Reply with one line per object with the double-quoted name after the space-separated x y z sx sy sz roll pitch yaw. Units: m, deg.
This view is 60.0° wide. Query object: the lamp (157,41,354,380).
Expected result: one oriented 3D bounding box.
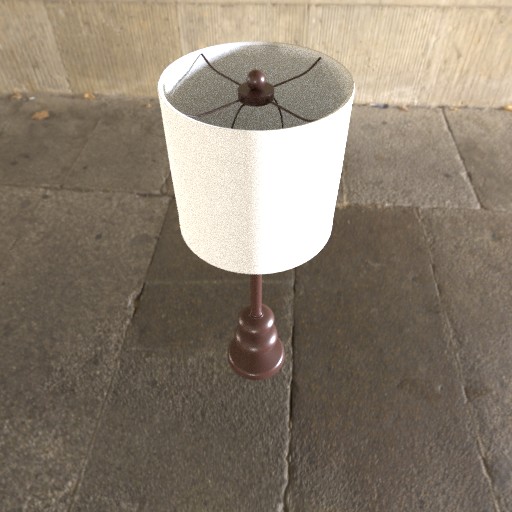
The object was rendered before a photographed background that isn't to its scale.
0.000 0.000 0.816 0.254 0.690 0.254 -32 54 -27 "lamp"
